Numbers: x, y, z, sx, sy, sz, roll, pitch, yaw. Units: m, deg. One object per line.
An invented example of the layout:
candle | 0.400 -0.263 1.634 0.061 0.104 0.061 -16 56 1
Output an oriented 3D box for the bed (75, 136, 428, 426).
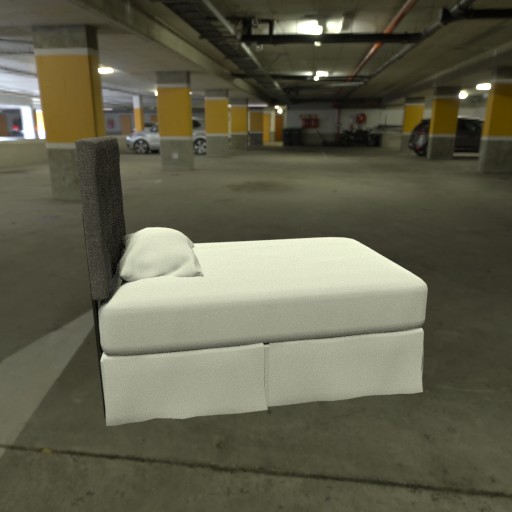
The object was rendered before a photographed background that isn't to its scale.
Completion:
bed | 0.000 0.000 3.018 1.997 1.571 1.261 -3 16 -11
